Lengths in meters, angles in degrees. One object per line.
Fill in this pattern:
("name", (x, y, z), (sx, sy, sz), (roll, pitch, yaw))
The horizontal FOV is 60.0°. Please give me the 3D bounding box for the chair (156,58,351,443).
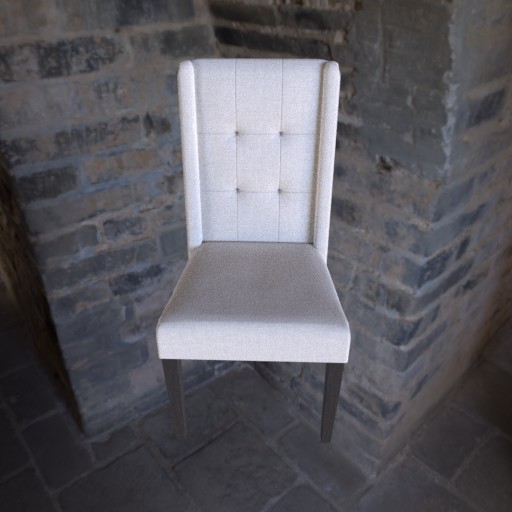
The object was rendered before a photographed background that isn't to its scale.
("chair", (0.000, 0.000, 1.248), (0.474, 0.961, 0.523), (1, 31, 2))
